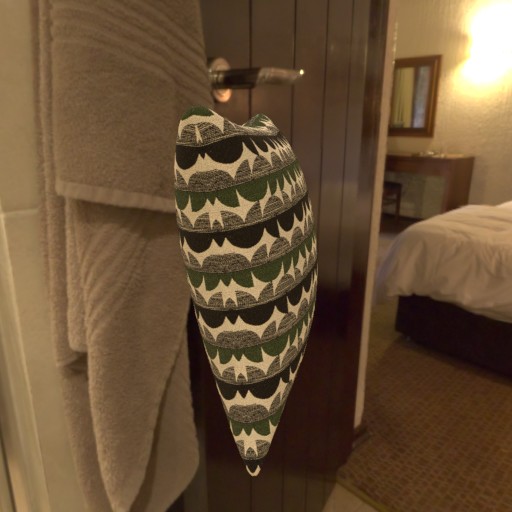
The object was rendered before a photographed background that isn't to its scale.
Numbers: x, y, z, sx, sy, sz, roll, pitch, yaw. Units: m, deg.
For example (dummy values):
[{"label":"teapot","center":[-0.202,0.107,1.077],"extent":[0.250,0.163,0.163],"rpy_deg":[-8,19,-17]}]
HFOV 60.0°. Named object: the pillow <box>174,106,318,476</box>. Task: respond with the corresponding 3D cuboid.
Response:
[{"label":"pillow","center":[0.000,0.000,0.646],"extent":[0.180,0.404,0.419],"rpy_deg":[3,17,9]}]
